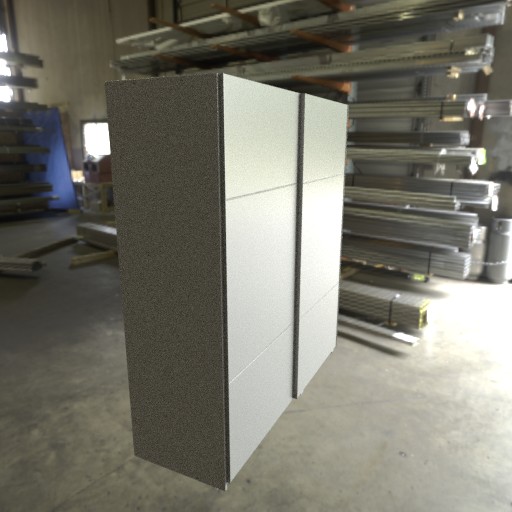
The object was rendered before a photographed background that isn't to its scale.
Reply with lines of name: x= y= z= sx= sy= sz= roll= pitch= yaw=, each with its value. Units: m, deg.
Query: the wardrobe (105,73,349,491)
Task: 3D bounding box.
wardrobe: x=0.000 y=0.000 z=2.860 sx=0.629 sy=1.960 sz=1.780 roll=7 pitch=16 yaw=26
